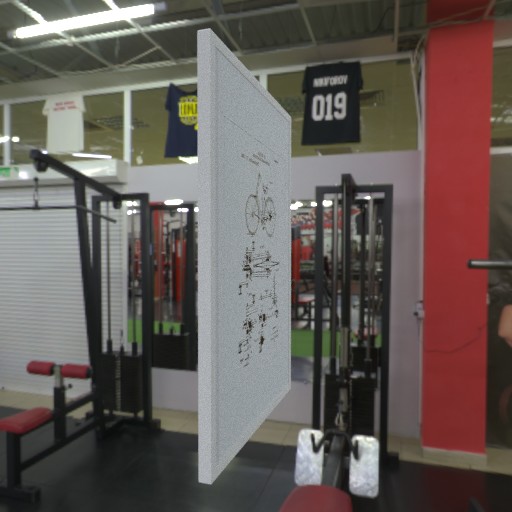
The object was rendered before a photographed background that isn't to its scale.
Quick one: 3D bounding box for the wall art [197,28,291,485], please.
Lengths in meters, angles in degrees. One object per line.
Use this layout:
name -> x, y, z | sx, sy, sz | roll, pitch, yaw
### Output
wall art -> 0.000, 0.000, 0.622 | 0.015, 0.477, 0.332 | 0, 1, 19
